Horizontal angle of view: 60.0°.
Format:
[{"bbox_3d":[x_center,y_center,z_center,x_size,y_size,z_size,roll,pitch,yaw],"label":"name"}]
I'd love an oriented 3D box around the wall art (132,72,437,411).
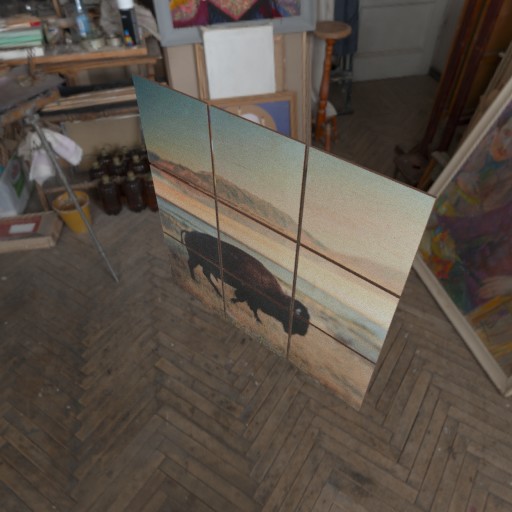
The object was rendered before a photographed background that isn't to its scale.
[{"bbox_3d":[0.000,0.000,2.339,1.533,1.532,0.019,30,53,26],"label":"wall art"}]
